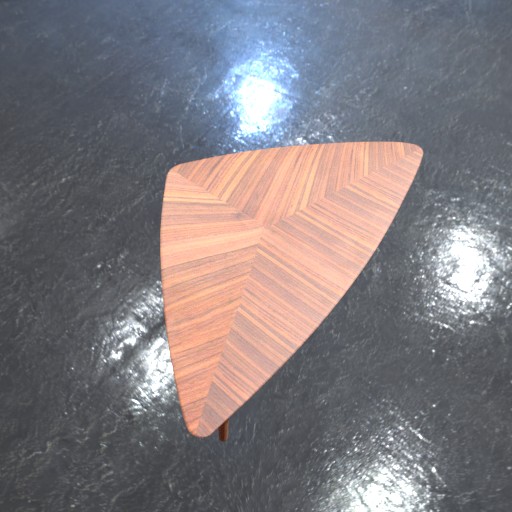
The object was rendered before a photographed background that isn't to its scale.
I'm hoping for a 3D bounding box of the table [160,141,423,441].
[{"bbox_3d":[0.000,0.000,1.317,0.601,0.365,1.008,32,63,19],"label":"table"}]
